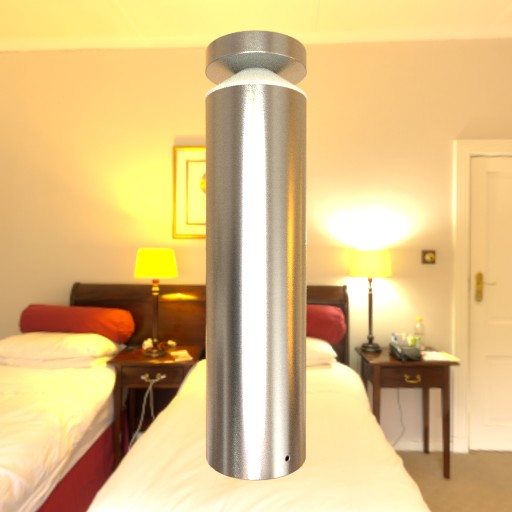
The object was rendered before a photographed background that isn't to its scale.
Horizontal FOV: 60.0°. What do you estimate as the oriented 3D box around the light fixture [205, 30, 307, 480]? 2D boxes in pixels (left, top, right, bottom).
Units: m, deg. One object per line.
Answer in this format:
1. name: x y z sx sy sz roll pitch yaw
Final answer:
1. light fixture: 0.000 0.000 0.444 0.102 0.400 0.102 -1 1 -35
